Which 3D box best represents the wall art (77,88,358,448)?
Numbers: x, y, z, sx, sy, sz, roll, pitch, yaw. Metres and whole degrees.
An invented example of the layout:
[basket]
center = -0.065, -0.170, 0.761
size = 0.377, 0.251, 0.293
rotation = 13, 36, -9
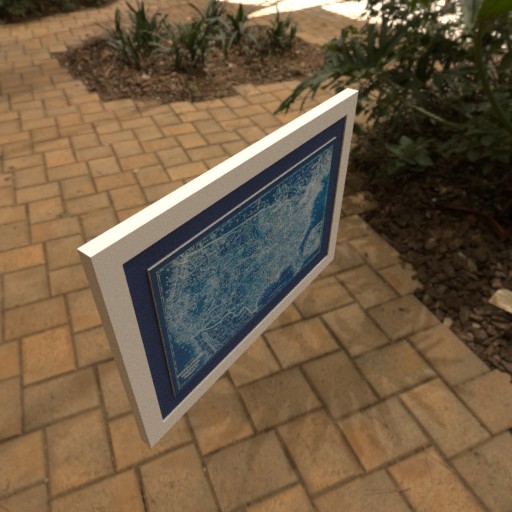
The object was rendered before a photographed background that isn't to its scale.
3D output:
[wall art]
center = 0.000, 0.000, 1.706
size = 0.051, 0.902, 1.308
rotation = 26, 47, 27
